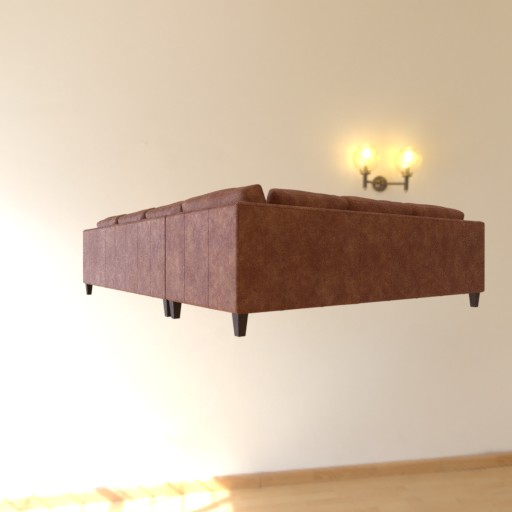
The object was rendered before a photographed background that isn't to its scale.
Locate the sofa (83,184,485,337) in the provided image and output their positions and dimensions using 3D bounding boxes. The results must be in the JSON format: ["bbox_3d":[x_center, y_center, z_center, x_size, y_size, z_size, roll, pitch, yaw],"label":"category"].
[{"bbox_3d":[0.000,0.000,4.256,2.438,0.838,3.150,0,0,-35],"label":"sofa"}]
